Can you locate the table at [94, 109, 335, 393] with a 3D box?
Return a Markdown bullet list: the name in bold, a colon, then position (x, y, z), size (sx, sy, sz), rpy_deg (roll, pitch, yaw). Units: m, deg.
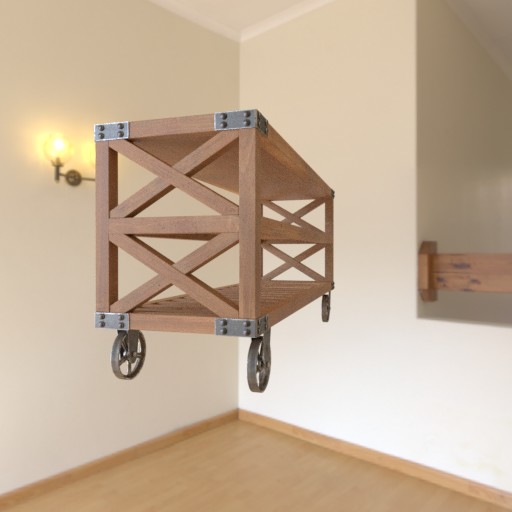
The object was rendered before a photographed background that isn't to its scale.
- **table**: position (0.000, 0.000, 1.826), size (0.467, 0.711, 1.487), rpy_deg (0, 0, 17)
